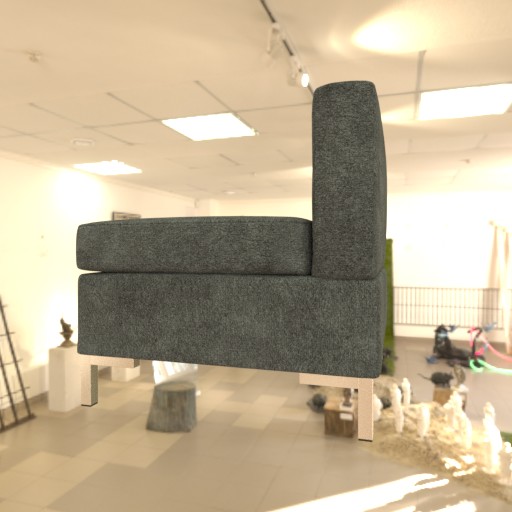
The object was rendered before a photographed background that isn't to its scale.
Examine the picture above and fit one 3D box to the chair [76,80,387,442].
[{"bbox_3d":[0.000,0.000,1.202,0.680,0.660,0.680,0,1,17],"label":"chair"}]
